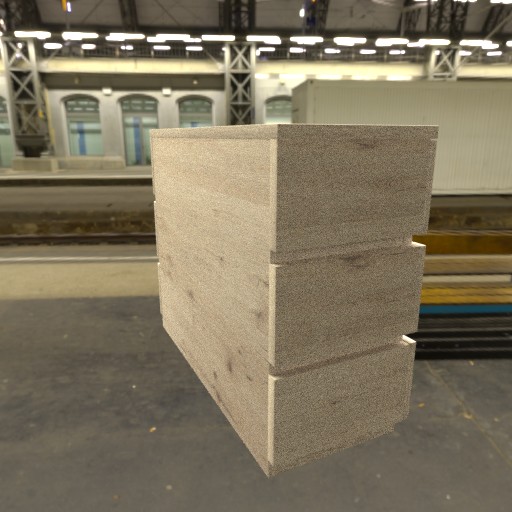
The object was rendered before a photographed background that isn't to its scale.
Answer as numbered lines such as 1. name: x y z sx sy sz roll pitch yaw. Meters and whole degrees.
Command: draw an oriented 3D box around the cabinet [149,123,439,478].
1. cabinet: 0.000 0.000 1.480 0.420 0.820 1.040 -7 17 -25
